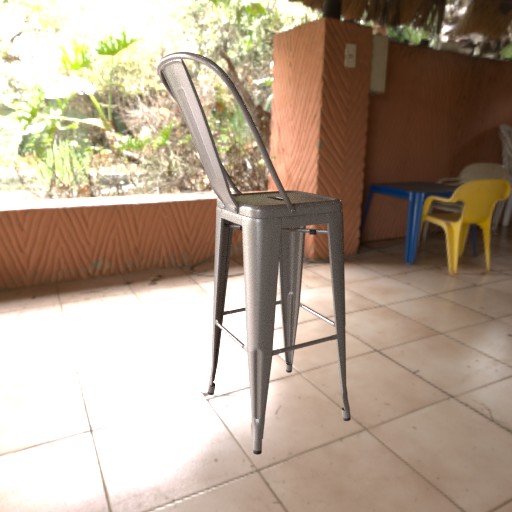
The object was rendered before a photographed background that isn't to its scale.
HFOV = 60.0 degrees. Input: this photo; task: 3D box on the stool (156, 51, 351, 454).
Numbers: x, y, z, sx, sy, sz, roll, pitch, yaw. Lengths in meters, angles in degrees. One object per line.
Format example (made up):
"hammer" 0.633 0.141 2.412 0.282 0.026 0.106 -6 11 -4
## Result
"stool" 0.000 0.000 1.356 0.513 1.096 0.399 -8 17 -27
